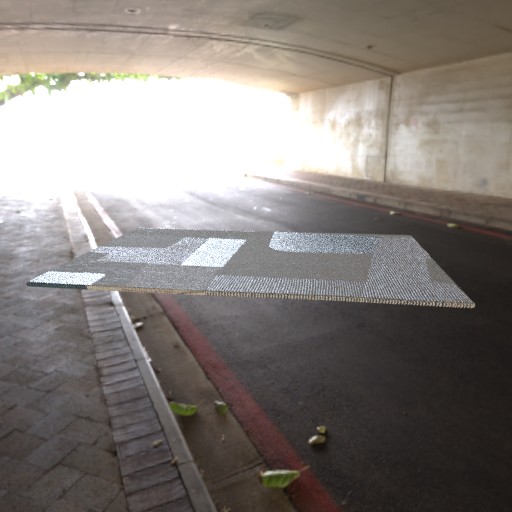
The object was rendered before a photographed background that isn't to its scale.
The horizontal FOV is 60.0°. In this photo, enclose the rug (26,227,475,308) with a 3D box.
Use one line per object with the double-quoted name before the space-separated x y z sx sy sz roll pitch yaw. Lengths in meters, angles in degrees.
"rug" 0.000 0.000 2.384 1.847 0.020 1.238 2 15 8
